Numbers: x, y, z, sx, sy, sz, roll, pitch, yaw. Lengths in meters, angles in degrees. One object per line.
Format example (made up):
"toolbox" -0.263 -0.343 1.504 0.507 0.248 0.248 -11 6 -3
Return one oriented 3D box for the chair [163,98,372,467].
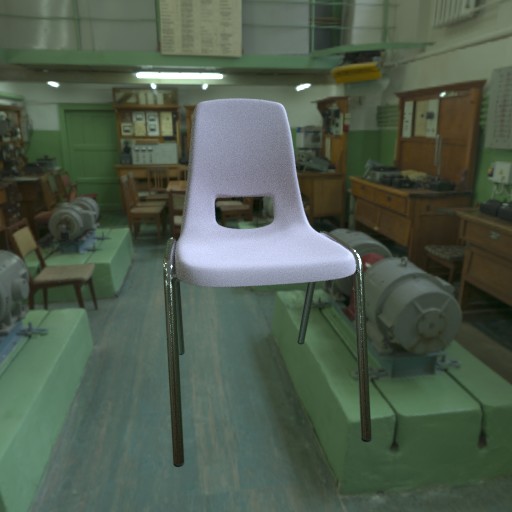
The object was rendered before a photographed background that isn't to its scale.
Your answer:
"chair" 0.000 0.000 0.939 0.381 0.653 0.436 -3 16 -10
